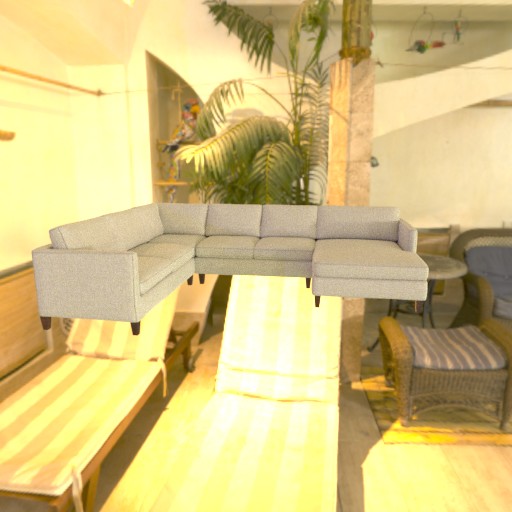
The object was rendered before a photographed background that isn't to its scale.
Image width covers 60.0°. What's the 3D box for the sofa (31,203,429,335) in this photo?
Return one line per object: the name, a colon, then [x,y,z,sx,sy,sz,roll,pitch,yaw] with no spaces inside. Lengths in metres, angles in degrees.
sofa: [0.000,0.000,4.645,3.403,0.889,2.551,2,12,8]
